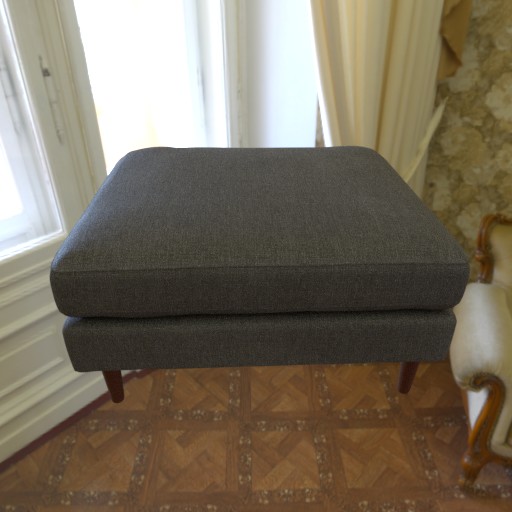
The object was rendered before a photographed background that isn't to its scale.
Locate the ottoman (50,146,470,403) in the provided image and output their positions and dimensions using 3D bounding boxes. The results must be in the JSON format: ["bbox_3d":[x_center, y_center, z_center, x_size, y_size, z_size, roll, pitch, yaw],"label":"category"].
[{"bbox_3d":[0.000,0.000,1.208,0.821,0.474,0.693,-1,31,-2],"label":"ottoman"}]
